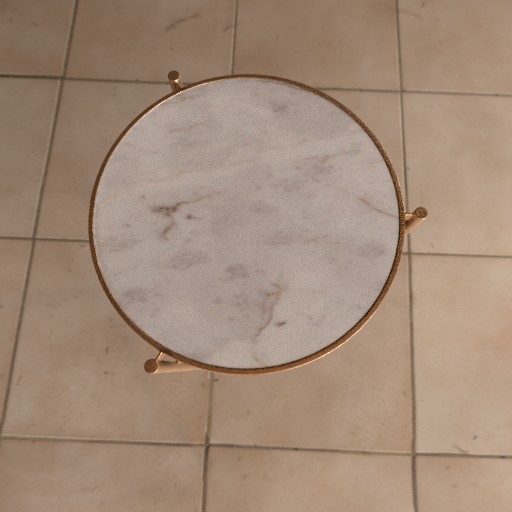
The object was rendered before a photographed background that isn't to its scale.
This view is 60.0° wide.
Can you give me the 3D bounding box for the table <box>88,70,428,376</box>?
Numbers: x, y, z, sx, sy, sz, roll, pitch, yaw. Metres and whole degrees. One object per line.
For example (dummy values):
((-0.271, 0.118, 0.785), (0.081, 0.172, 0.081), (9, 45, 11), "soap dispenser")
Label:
((0.000, 0.000, 0.826), (0.456, 0.493, 0.430), (1, 76, 0), "table")
